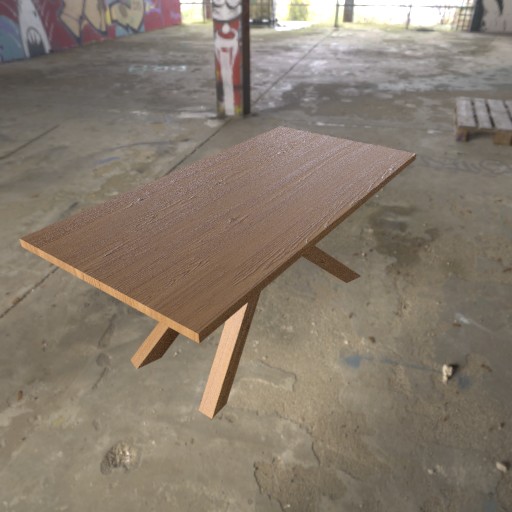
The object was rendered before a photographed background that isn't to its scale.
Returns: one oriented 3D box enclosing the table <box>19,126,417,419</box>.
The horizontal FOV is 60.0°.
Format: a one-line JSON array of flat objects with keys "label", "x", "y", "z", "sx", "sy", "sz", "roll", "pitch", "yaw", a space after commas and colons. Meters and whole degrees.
[{"label": "table", "x": 0.000, "y": 0.000, "z": 2.260, "sx": 0.901, "sy": 0.750, "sz": 1.797, "roll": 21, "pitch": 38, "yaw": 29}]
